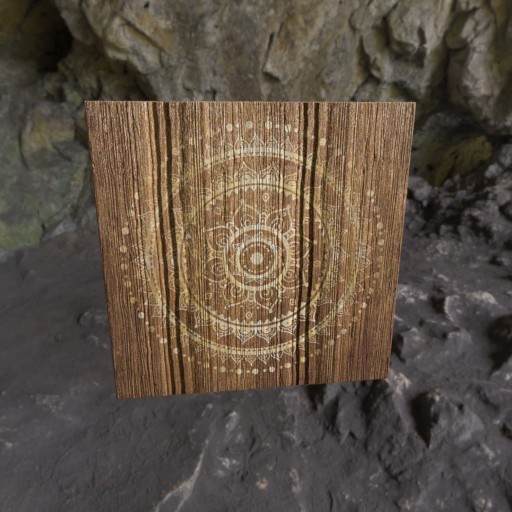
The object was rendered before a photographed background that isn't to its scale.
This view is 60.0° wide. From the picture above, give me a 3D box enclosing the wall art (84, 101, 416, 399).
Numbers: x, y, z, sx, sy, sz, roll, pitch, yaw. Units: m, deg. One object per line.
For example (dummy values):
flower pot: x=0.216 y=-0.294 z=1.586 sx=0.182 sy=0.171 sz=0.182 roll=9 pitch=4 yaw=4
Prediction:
wall art: x=0.000 y=0.000 z=0.613 sx=0.406 sy=0.403 sz=0.039 roll=-2 pitch=17 yaw=-7
